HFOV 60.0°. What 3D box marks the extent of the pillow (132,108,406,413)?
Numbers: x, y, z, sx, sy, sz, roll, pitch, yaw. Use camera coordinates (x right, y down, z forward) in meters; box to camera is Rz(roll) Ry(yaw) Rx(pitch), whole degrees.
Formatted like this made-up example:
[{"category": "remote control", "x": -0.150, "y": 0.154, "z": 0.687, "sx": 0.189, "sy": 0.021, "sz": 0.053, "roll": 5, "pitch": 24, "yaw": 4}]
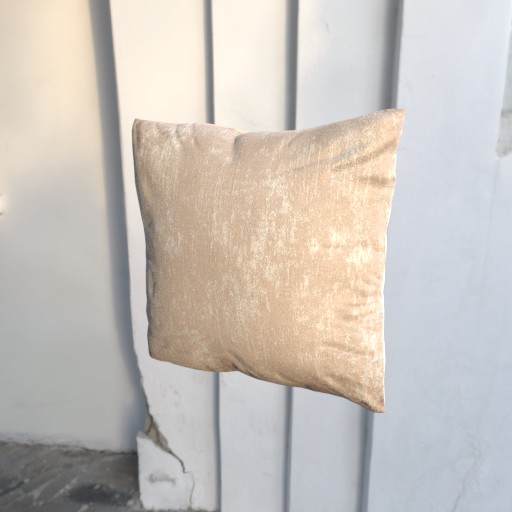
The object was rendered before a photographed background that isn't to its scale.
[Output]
[{"category": "pillow", "x": 0.000, "y": 0.000, "z": 0.729, "sx": 0.450, "sy": 0.448, "sz": 0.245, "roll": 7, "pitch": 16, "yaw": 25}]
